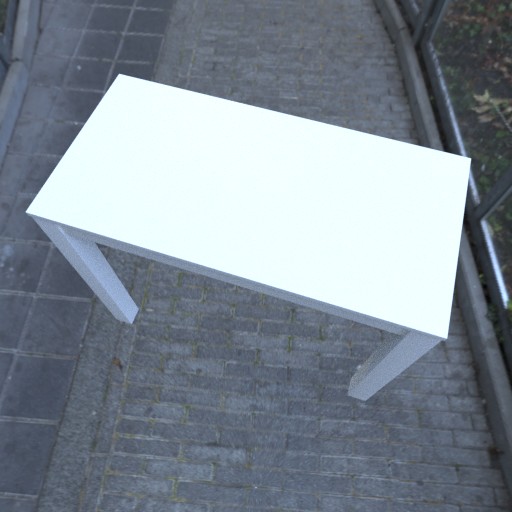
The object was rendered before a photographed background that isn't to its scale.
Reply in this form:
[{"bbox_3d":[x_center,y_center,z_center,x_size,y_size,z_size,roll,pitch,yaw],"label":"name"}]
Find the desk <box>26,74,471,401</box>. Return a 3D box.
[{"bbox_3d":[0.000,0.000,1.429,0.990,0.762,0.497,16,64,8],"label":"desk"}]
